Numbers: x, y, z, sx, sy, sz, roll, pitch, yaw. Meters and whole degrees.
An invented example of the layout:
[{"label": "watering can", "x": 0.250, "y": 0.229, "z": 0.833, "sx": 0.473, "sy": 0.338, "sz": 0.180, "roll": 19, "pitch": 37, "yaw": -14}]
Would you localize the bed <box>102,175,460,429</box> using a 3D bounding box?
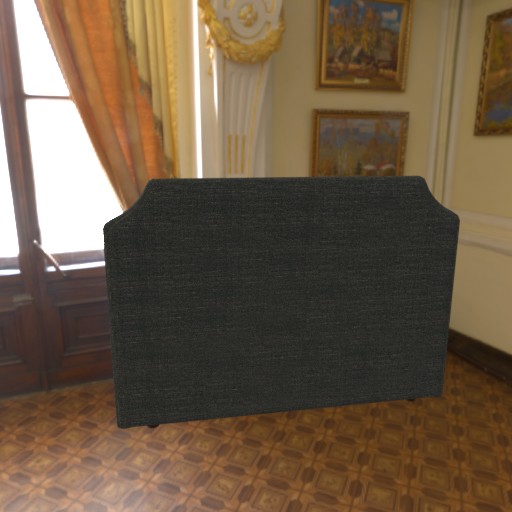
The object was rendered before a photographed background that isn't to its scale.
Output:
[{"label": "bed", "x": 0.000, "y": 0.000, "z": 3.316, "sx": 1.828, "sy": 1.297, "sz": 2.208, "roll": -2, "pitch": 14, "yaw": -10}]
